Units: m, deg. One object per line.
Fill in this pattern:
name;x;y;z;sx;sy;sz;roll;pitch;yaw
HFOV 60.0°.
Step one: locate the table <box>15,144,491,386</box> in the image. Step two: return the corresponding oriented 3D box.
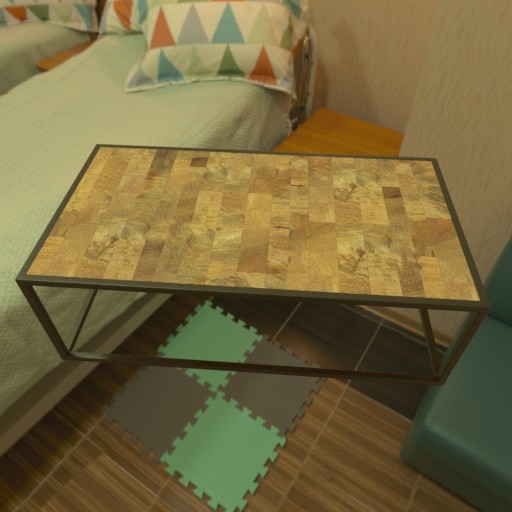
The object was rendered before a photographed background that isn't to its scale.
table;0.000;0.000;1.477;1.199;0.398;0.649;3;46;3
